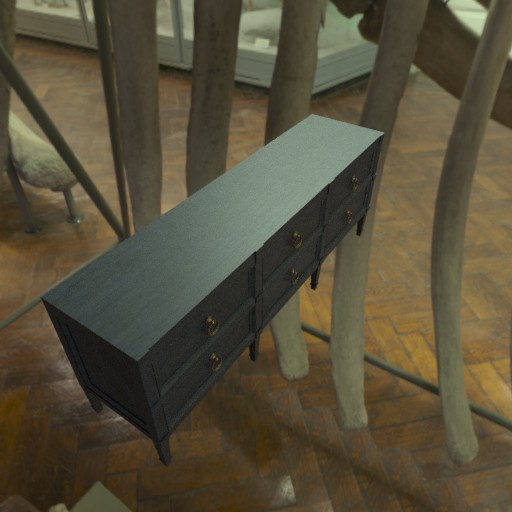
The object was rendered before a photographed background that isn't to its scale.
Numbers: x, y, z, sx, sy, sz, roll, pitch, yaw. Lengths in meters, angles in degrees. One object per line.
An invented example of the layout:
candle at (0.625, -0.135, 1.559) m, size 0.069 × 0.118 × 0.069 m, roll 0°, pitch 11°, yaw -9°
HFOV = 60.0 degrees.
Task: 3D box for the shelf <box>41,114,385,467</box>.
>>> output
shelf at (0.000, 0.000, 2.215) m, size 0.471 × 0.715 × 1.878 m, roll 24°, pitch 46°, yaw 26°
